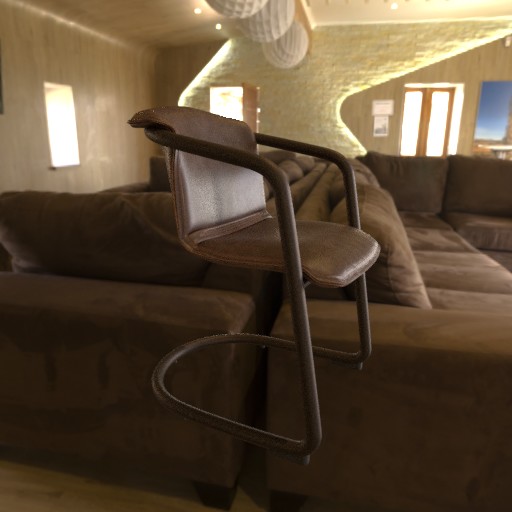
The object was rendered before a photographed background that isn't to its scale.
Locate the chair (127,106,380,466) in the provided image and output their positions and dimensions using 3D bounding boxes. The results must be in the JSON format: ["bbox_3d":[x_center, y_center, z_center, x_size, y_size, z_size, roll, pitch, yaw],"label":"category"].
[{"bbox_3d":[0.000,0.000,1.279,0.664,0.836,0.536,7,17,26],"label":"chair"}]
